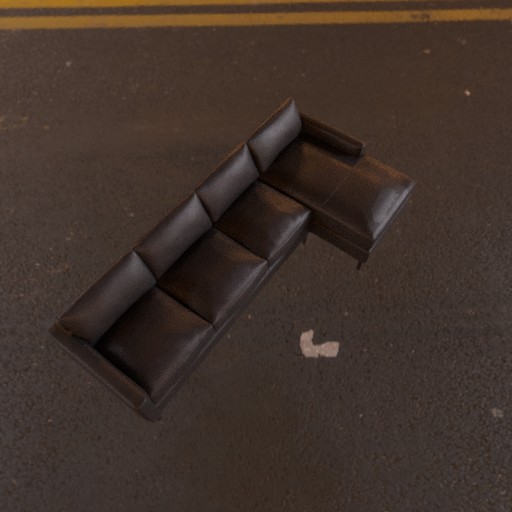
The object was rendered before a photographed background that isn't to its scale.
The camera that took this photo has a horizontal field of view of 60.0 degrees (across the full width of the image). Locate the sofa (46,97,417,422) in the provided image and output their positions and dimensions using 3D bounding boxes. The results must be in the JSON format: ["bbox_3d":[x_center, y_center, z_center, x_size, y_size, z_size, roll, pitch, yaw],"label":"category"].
[{"bbox_3d":[0.000,0.000,3.667,1.471,0.859,2.993,32,64,18],"label":"sofa"}]
